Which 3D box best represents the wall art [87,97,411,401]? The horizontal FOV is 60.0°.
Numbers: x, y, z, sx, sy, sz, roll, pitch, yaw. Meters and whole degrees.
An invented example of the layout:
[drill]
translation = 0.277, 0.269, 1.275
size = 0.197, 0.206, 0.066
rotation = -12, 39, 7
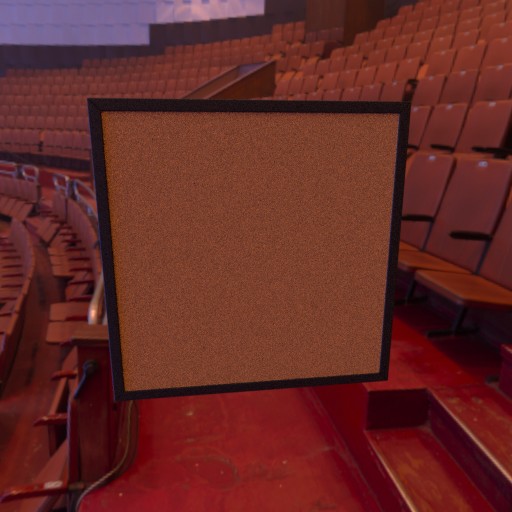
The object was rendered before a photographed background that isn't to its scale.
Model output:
[wall art]
translation = 0.000, 0.000, 1.147
size = 0.763, 0.763, 0.037
rotation = -2, 15, -8
